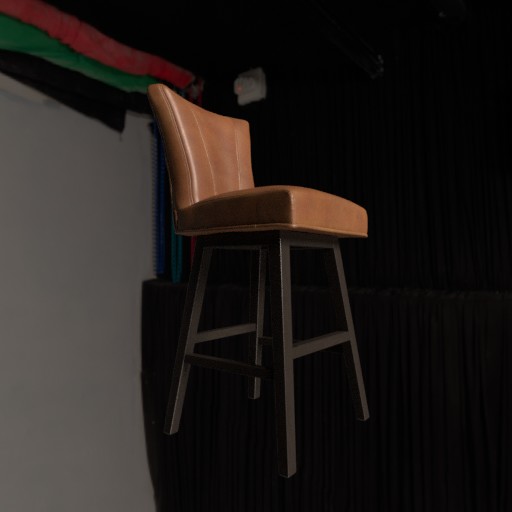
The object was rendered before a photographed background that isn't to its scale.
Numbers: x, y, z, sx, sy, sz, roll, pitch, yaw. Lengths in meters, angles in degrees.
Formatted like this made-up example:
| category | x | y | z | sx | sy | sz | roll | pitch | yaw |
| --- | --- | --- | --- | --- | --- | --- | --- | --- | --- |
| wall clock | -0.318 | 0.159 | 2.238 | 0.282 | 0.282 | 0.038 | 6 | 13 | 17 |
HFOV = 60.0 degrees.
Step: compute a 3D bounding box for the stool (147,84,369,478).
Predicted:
| category | x | y | z | sx | sy | sz | roll | pitch | yaw |
| --- | --- | --- | --- | --- | --- | --- | --- | --- | --- |
| stool | 0.000 | 0.000 | 1.459 | 0.585 | 1.094 | 0.522 | -1 | -1 | 36 |
